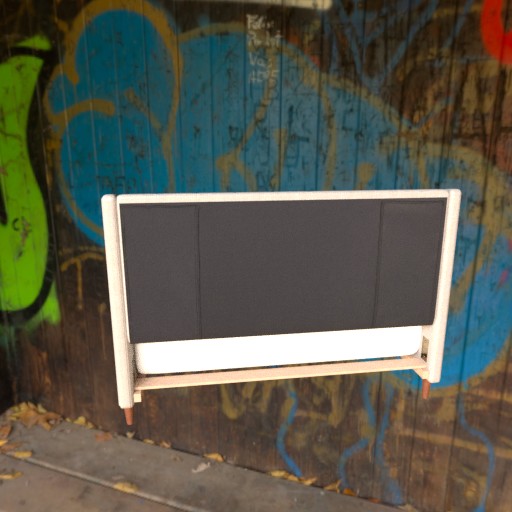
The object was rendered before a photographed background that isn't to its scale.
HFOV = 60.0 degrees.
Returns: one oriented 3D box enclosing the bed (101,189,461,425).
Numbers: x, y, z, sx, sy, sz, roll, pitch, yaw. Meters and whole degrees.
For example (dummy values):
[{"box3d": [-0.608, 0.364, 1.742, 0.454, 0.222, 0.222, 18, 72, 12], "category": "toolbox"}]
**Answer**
[{"box3d": [0.000, 0.000, 3.178, 1.656, 1.147, 2.232, -2, 14, -8], "category": "bed"}]
